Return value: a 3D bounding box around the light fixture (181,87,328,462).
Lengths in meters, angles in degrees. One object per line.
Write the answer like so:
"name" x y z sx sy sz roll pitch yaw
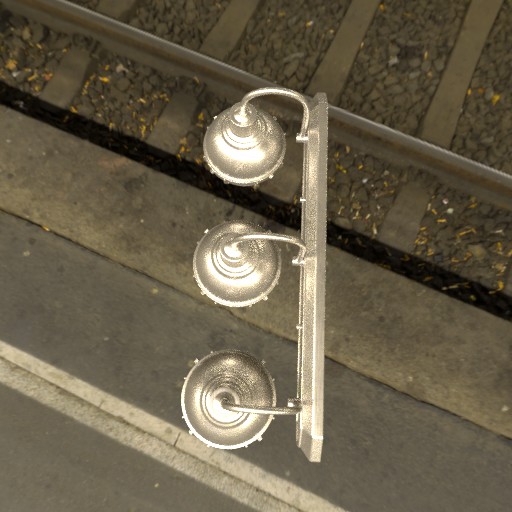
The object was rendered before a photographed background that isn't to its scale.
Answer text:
"light fixture" 0.000 0.000 0.750 0.229 0.254 0.634 3 76 1
